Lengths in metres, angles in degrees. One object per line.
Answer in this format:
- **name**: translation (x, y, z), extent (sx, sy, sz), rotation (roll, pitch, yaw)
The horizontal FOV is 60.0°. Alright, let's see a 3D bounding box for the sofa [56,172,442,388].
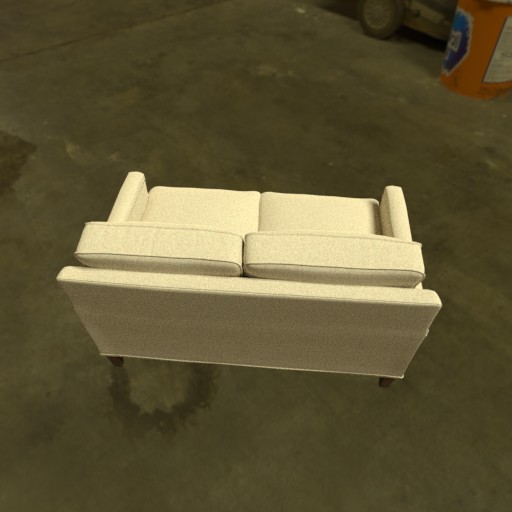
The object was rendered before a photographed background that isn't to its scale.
- **sofa**: translation (0.000, 0.000, 2.322), extent (1.597, 1.003, 1.084), rotation (4, 47, 3)
